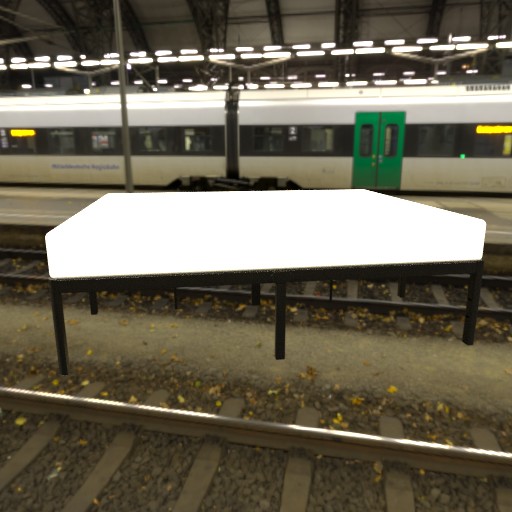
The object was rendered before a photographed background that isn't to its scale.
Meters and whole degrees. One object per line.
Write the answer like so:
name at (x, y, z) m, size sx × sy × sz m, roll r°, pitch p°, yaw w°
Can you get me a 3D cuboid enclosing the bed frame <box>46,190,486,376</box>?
bed frame at (0.000, 0.000, 2.815) m, size 2.072 × 0.659 × 1.557 m, roll -2°, pitch 14°, yaw -9°
